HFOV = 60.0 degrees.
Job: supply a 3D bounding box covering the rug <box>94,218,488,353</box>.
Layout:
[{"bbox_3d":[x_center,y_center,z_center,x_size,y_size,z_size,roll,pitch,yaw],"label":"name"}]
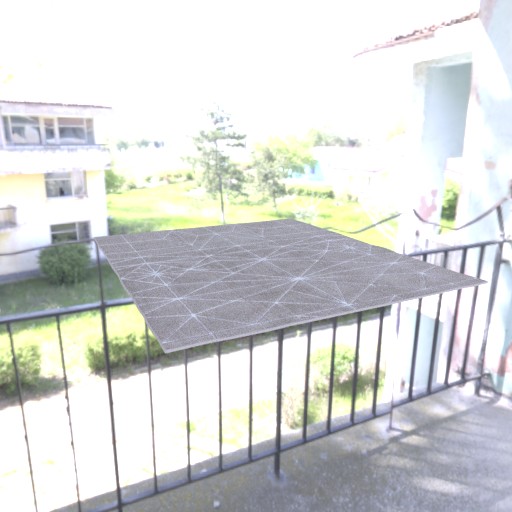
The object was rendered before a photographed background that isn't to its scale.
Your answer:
[{"bbox_3d":[0.000,0.000,0.895,0.548,0.006,0.639,-8,17,-25],"label":"rug"}]
